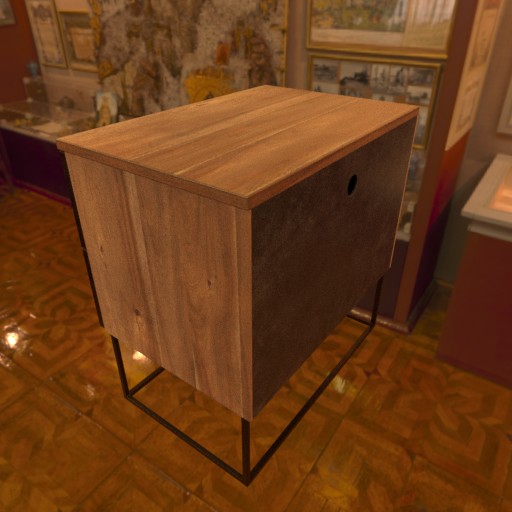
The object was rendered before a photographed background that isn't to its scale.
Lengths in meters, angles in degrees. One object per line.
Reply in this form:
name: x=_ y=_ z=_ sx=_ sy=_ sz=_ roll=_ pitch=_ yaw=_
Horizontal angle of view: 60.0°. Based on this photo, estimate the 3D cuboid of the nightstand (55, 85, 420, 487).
nightstand: x=0.000 y=0.000 z=1.008 sx=0.427 sy=0.611 sz=0.605 roll=21 pitch=37 yaw=31
